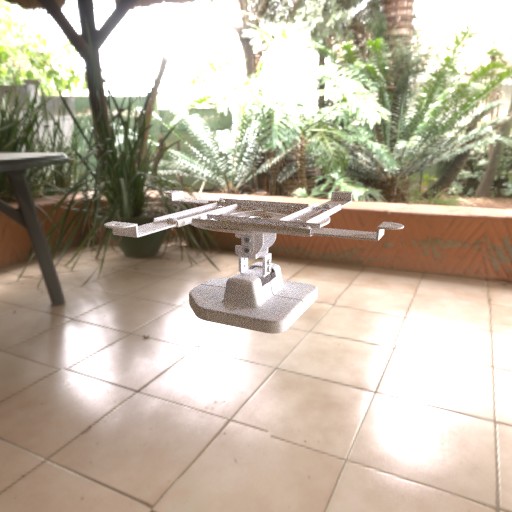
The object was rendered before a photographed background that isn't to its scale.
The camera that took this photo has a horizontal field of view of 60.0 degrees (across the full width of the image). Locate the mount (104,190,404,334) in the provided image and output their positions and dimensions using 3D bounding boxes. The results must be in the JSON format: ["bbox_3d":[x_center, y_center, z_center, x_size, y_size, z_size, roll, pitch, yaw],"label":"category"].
[{"bbox_3d":[0.000,0.000,0.605,0.394,0.141,0.394,7,17,24],"label":"mount"}]
